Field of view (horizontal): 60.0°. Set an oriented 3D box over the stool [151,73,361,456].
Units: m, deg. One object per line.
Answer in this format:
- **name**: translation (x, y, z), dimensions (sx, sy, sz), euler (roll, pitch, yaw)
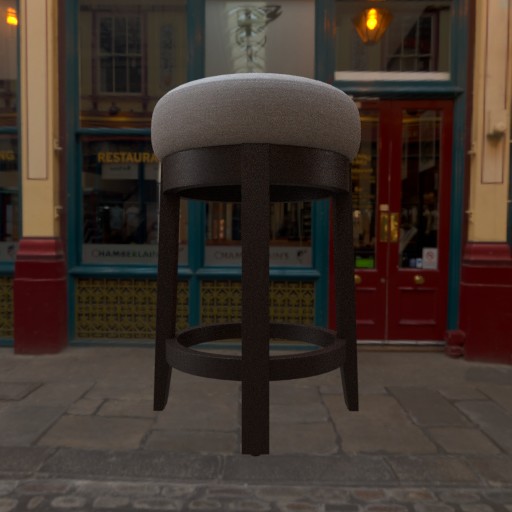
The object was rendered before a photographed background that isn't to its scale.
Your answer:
- **stool**: translation (0.000, 0.000, 0.967), dimensions (0.443, 0.672, 0.443), euler (0, 1, 0)
